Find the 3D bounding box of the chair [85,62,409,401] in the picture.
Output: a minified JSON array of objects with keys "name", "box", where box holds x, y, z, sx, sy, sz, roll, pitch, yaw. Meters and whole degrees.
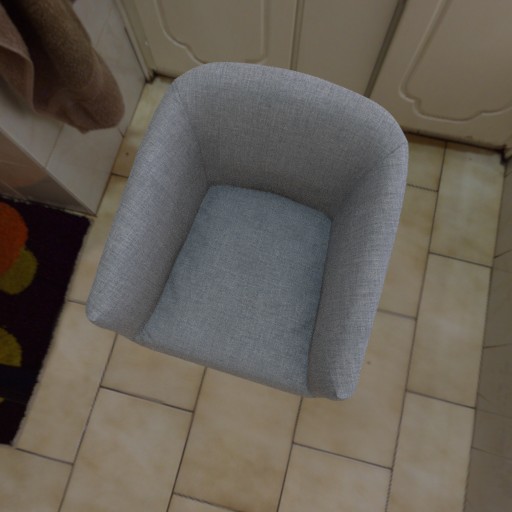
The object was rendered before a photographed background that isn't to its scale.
[{"name":"chair","box":[0.000,0.000,1.261,0.600,0.771,0.668,16,76,4]}]
